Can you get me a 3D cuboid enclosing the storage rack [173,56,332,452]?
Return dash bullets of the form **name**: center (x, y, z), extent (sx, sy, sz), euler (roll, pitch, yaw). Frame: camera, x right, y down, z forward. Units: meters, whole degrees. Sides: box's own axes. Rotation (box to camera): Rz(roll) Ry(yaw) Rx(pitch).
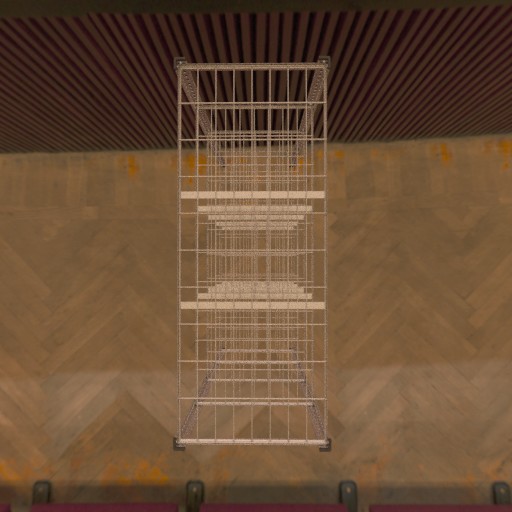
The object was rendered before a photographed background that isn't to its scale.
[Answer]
- **storage rack**: center (0.000, 0.000, 2.698), extent (0.610, 1.981, 1.524), euler (0, 89, 1)
